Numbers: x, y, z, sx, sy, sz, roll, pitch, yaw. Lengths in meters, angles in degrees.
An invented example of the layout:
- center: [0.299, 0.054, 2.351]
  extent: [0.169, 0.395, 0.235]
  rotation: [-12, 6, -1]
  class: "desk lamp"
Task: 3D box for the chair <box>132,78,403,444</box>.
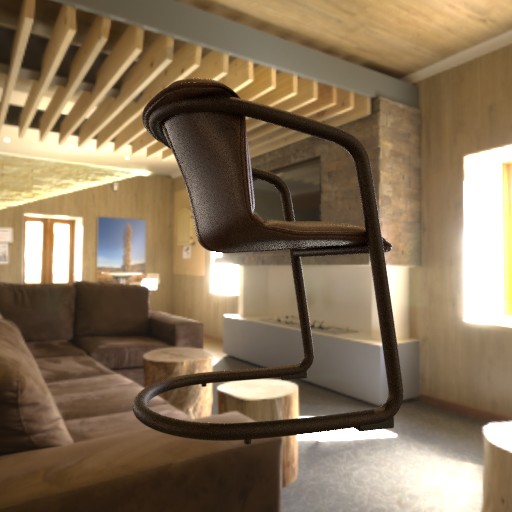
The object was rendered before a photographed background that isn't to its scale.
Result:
- center: [0.000, 0.000, 1.246]
  extent: [0.664, 0.836, 0.536]
  rotation: [0, -1, -18]
  class: "chair"
